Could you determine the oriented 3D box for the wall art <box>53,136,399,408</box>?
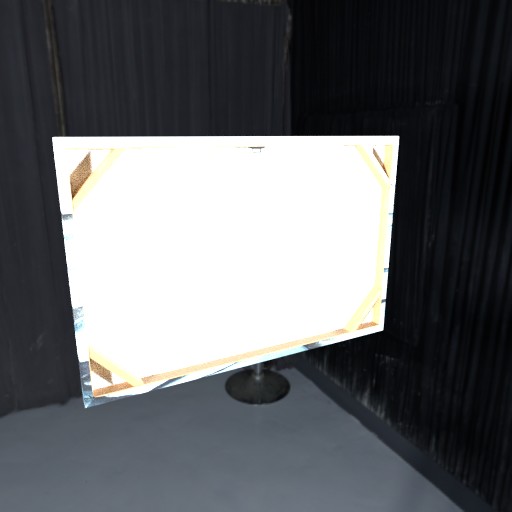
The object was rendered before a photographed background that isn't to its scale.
[{"bbox_3d":[0.000,0.000,1.169,0.914,0.609,0.039,-8,17,-27],"label":"wall art"}]
